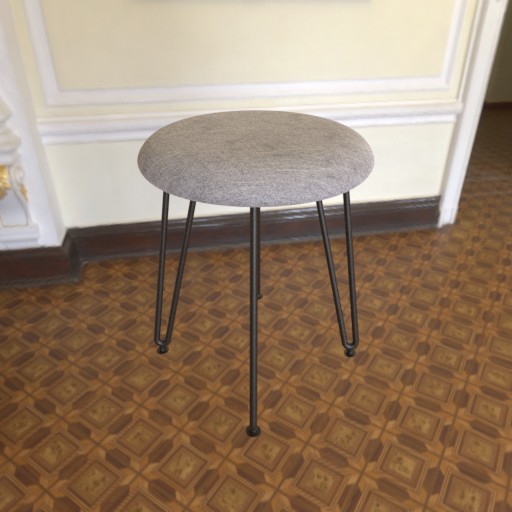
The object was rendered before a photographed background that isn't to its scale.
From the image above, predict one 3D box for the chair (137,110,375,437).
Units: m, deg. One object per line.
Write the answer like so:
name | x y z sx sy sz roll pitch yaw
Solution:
chair | 0.000 0.000 0.673 0.350 0.386 0.350 1 31 1
